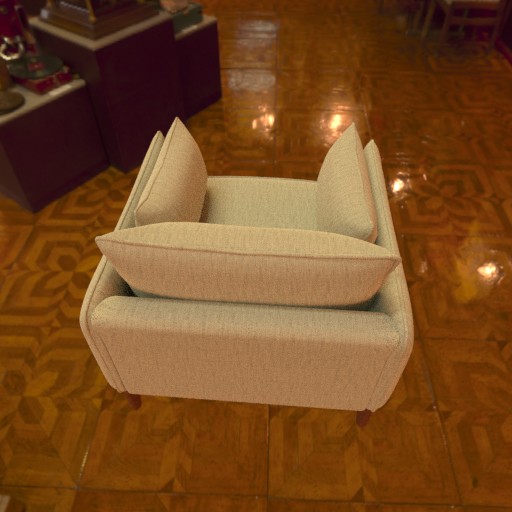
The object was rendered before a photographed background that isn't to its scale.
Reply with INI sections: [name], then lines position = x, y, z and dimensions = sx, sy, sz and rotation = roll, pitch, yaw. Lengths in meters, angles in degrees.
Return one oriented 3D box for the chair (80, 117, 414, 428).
[chair]
position = 0.000, 0.000, 1.688
dimensions = 0.994, 0.855, 0.991
rotation = 3, 47, 3
